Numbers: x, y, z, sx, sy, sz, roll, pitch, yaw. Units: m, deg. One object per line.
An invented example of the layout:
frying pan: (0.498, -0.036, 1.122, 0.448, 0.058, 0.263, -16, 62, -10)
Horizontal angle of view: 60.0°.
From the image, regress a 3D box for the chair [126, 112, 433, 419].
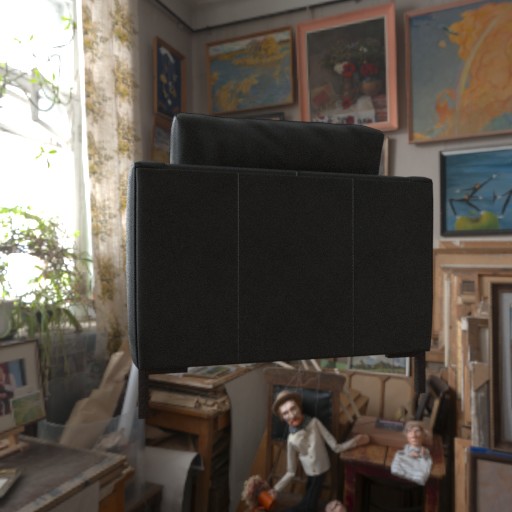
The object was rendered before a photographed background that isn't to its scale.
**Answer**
chair: (0.000, 0.000, 1.552, 0.967, 0.824, 0.861, 0, 0, -15)
